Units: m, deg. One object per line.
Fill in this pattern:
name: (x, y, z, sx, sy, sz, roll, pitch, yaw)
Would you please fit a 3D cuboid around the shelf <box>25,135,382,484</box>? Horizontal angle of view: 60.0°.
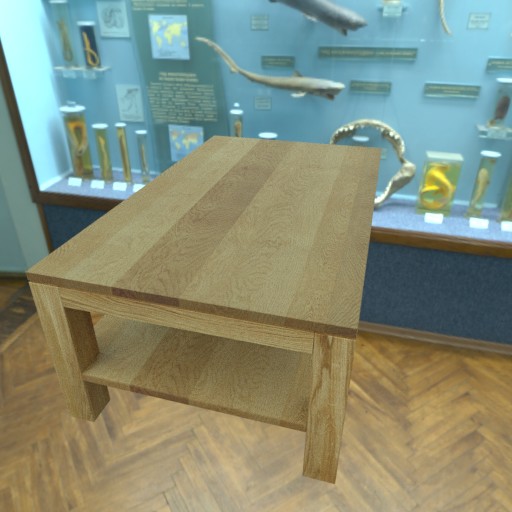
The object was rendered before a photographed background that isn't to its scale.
shelf: (0.000, 0.000, 1.456, 0.700, 0.450, 1.150, 8, 31, 14)
